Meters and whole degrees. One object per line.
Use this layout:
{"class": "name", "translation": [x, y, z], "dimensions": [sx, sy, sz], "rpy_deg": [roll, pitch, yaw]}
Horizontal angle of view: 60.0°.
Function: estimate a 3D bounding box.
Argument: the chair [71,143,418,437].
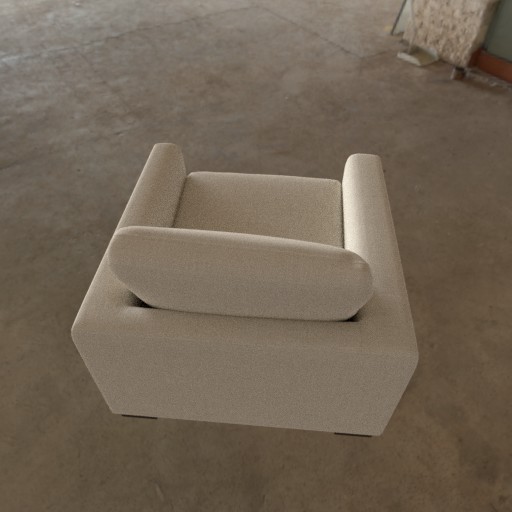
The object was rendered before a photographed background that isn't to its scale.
{"class": "chair", "translation": [0.000, 0.000, 1.830], "dimensions": [1.070, 0.876, 1.100], "rpy_deg": [4, 46, 3]}
